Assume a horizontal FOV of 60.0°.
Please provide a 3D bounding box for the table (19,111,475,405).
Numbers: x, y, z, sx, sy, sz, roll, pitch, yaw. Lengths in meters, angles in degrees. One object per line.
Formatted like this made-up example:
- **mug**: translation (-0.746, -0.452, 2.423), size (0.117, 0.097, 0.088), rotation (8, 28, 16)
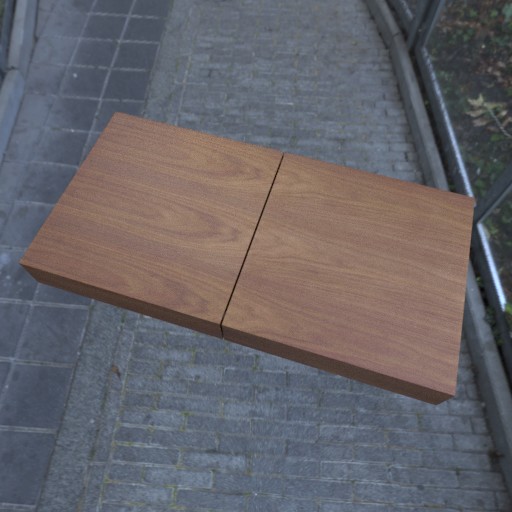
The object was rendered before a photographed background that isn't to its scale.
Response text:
- **table**: translation (0.000, 0.000, 1.431), size (1.194, 0.330, 0.610), rotation (16, 63, 8)
